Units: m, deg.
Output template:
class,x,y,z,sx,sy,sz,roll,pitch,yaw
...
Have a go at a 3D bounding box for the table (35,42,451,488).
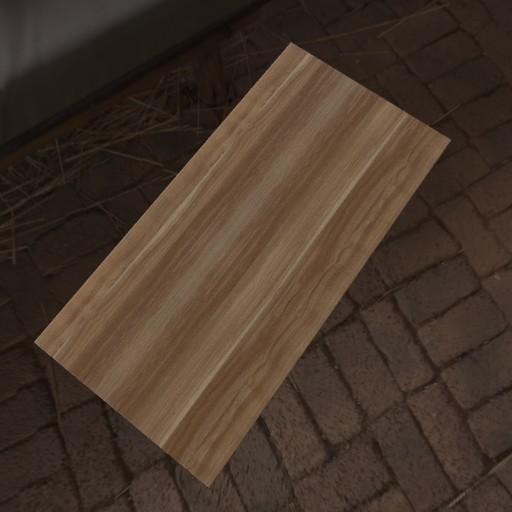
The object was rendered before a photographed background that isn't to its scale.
class,x,y,z,sx,sy,sz,roll,pitch,yaw
table,0.000,0.000,2.496,1.000,0.770,2.000,35,78,9
